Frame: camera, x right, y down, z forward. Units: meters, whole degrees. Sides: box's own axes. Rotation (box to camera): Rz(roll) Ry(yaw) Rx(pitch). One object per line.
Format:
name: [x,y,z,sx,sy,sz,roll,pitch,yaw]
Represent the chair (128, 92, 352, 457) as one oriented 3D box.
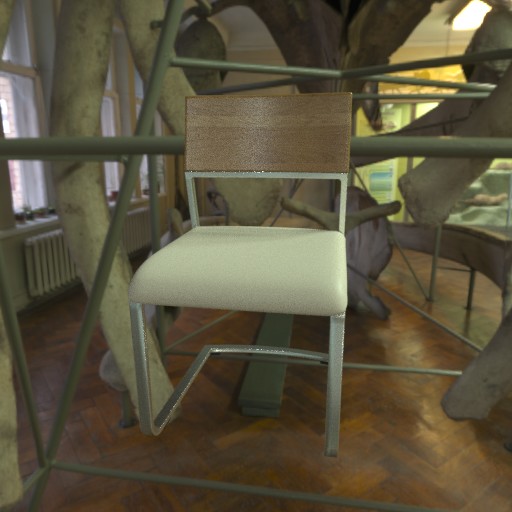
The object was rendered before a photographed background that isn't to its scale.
chair: [0.000,0.000,1.172,0.467,0.844,0.585,2,14,10]
